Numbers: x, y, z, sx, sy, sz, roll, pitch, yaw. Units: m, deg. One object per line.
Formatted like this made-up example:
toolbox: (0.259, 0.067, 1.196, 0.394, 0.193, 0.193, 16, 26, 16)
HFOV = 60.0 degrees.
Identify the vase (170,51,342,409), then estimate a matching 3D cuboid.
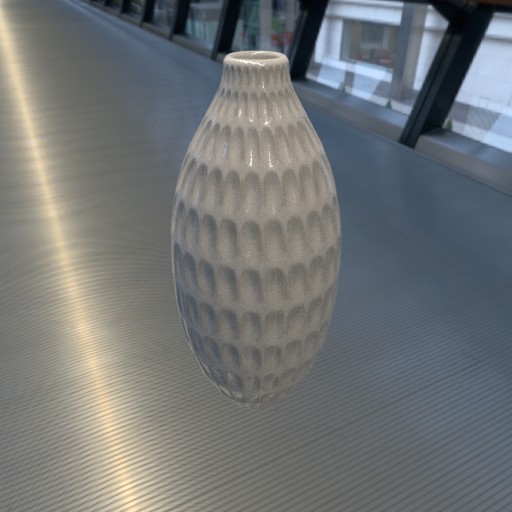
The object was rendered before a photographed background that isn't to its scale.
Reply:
vase: (0.000, 0.000, 0.338, 0.127, 0.282, 0.127, 0, 33, 0)
